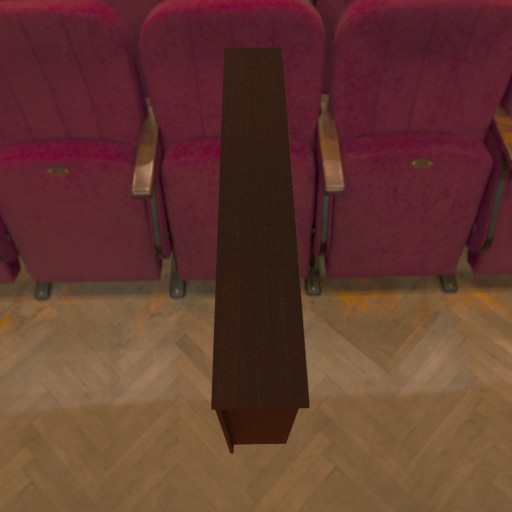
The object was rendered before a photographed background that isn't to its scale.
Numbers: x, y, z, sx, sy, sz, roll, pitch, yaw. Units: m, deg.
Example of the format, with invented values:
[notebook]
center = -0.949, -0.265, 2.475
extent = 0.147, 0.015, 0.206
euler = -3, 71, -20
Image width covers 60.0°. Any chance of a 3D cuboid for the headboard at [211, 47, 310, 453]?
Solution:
[headboard]
center = 0.000, 0.000, 2.151
extent = 0.279, 1.092, 1.671
euler = -1, 59, 0
